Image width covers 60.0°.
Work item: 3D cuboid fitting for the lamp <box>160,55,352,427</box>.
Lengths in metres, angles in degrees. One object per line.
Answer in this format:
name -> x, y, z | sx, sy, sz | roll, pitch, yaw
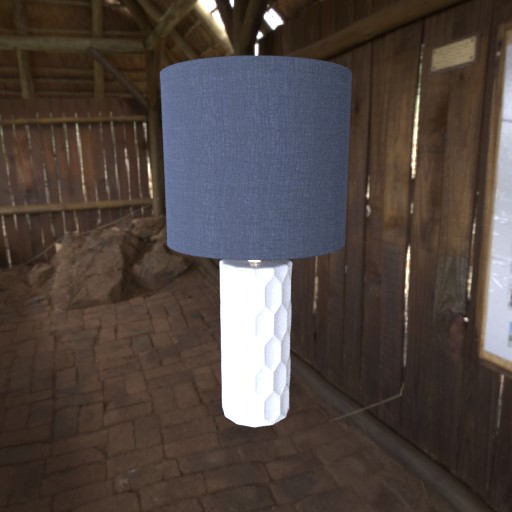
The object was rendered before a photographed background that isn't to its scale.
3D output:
lamp -> 0.000, 0.000, 0.707 | 0.277, 0.537, 0.277 | -11, 16, -42
